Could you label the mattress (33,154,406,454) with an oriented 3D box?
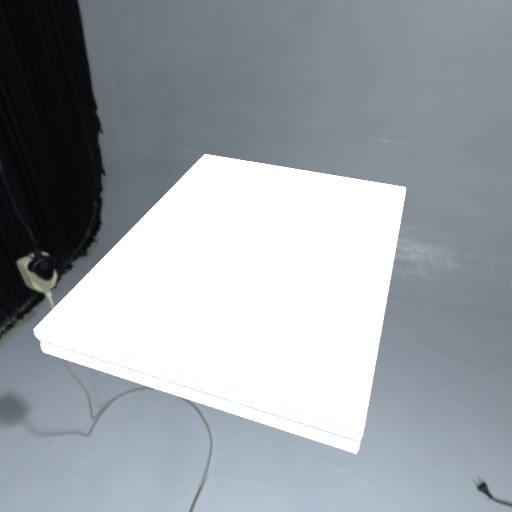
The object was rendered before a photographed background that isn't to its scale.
[{"bbox_3d":[0.000,0.000,2.725,1.600,0.200,2.000,13,41,15],"label":"mattress"}]
